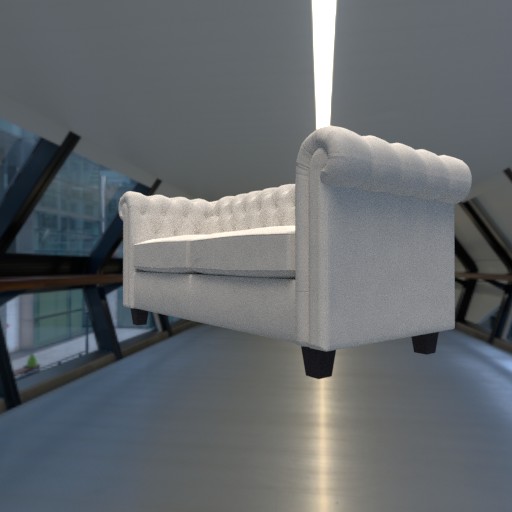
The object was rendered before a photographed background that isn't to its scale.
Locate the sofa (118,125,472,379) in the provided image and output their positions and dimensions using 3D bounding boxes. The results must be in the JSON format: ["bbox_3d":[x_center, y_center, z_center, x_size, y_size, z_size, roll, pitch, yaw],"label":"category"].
[{"bbox_3d":[0.000,0.000,2.209,0.771,0.796,1.798,0,-1,-37],"label":"sofa"}]
